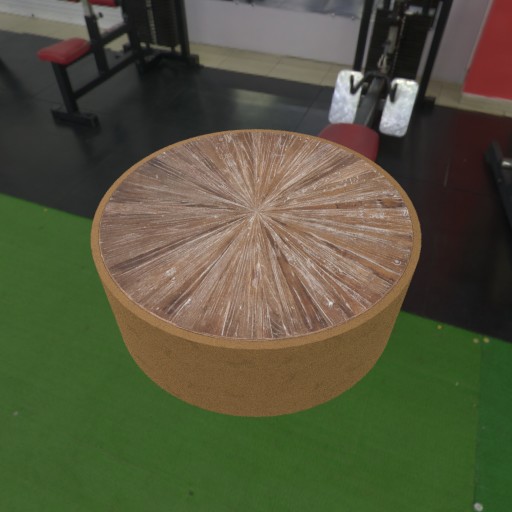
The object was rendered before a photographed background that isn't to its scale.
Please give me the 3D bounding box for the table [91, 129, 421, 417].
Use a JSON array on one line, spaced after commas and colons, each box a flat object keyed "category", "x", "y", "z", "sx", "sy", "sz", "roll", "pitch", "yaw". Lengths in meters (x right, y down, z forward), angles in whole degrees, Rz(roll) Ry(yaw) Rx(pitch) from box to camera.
[{"category": "table", "x": 0.000, "y": 0.000, "z": 1.528, "sx": 1.001, "sy": 0.409, "sz": 1.001, "roll": 0, "pitch": 46, "yaw": 0}]
